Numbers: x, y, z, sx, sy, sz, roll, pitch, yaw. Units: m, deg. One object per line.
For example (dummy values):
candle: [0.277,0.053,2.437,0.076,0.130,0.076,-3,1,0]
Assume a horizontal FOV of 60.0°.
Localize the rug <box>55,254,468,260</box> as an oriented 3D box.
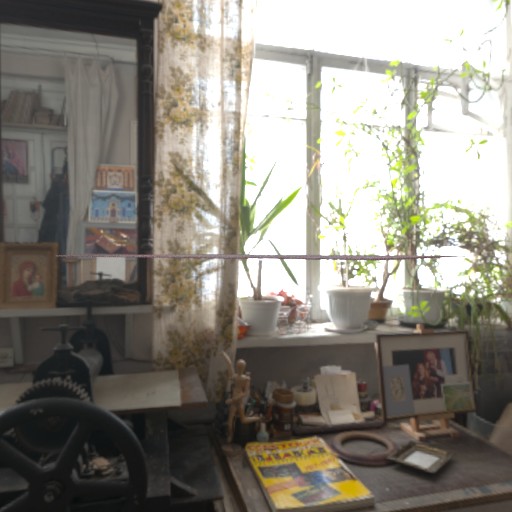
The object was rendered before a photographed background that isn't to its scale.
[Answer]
rug: [0.000,0.000,2.340,1.829,0.006,1.219,0,1,36]
